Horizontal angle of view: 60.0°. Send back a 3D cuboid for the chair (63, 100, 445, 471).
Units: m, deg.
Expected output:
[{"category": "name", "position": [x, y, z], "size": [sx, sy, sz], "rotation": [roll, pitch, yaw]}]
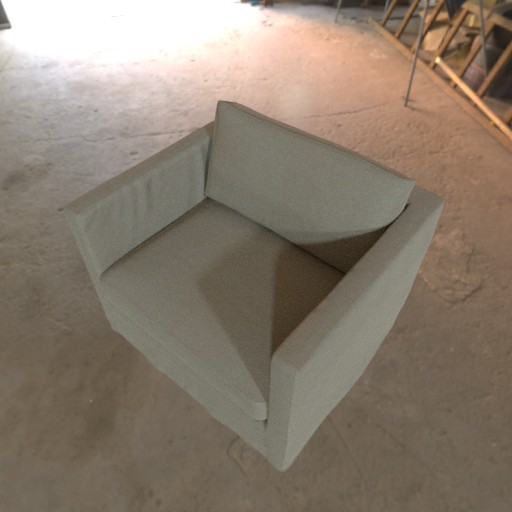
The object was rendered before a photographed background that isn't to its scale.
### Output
[{"category": "chair", "position": [0.000, 0.000, 1.766], "size": [1.057, 0.863, 0.949], "rotation": [31, 54, 26]}]
